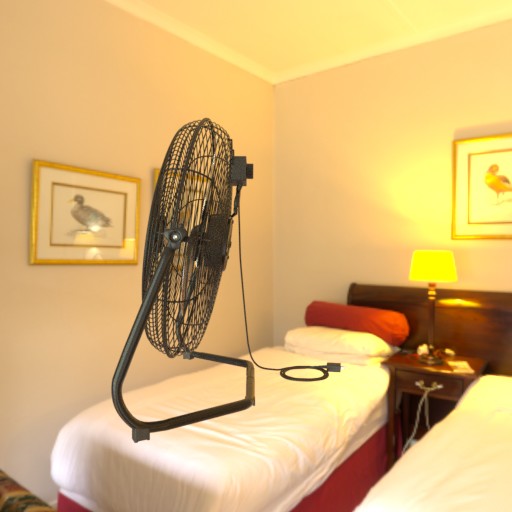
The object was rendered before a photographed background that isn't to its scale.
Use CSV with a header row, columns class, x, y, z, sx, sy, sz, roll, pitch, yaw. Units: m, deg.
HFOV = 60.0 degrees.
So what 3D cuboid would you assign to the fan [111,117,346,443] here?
class,x,y,z,sx,sy,sz,roll,pitch,yaw
fan,0.000,0.000,0.913,0.424,0.546,0.555,0,1,-1
